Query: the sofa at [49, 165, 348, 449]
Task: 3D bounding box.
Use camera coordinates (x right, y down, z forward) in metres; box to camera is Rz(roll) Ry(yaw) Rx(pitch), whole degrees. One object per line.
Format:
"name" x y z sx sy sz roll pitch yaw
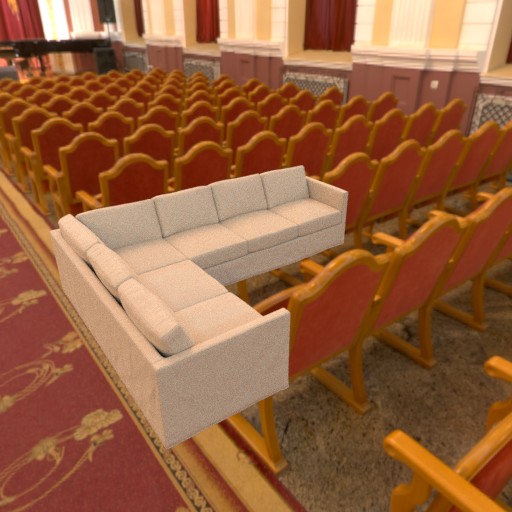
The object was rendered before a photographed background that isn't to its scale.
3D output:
"sofa" 0.000 0.000 4.334 3.182 0.871 2.432 -19 33 -32
